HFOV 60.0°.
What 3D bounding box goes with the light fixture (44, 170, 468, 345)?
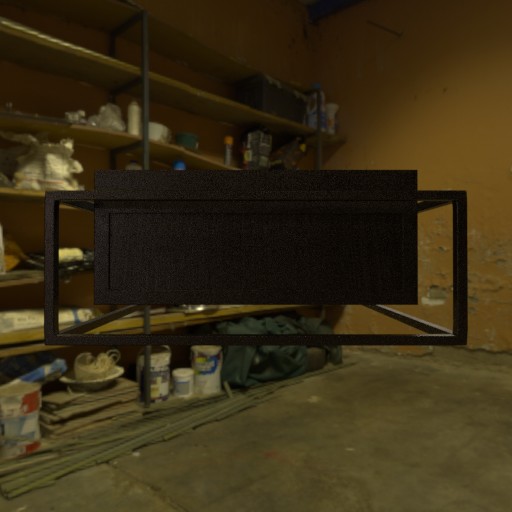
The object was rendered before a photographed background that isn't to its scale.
[{"bbox_3d":[0.000,0.000,0.682,0.441,0.191,0.441,0,-1,0],"label":"light fixture"}]
